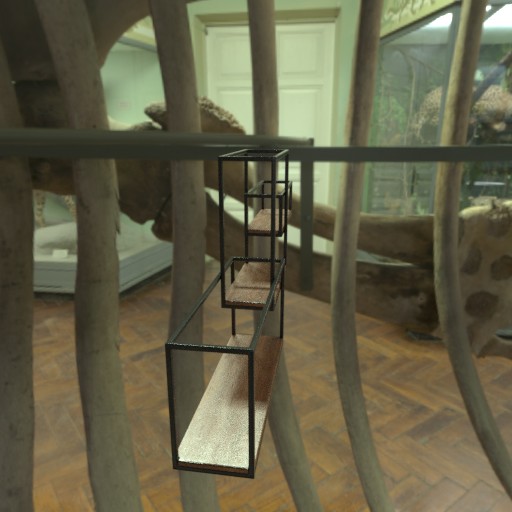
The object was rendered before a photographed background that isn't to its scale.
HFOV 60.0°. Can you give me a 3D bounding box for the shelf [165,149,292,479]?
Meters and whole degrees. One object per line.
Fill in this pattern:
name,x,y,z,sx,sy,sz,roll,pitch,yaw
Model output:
shelf,0.000,0.000,2.152,0.275,0.972,1.781,3,16,9
